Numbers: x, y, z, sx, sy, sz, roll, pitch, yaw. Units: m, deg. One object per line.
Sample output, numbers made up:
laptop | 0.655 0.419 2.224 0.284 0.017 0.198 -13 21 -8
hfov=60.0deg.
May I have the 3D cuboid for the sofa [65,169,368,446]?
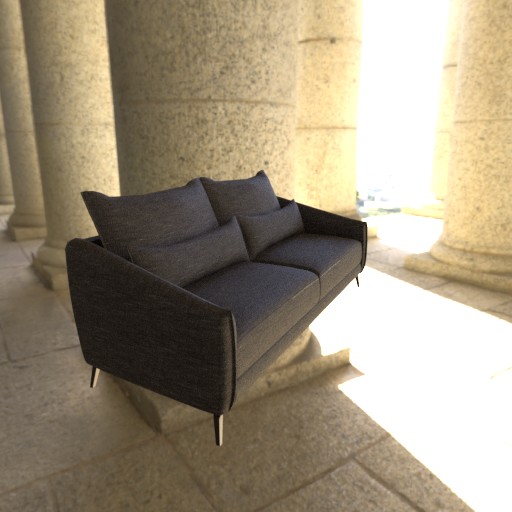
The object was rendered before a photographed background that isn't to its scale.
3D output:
sofa | 0.000 0.000 2.467 0.807 0.843 2.019 7 16 26
